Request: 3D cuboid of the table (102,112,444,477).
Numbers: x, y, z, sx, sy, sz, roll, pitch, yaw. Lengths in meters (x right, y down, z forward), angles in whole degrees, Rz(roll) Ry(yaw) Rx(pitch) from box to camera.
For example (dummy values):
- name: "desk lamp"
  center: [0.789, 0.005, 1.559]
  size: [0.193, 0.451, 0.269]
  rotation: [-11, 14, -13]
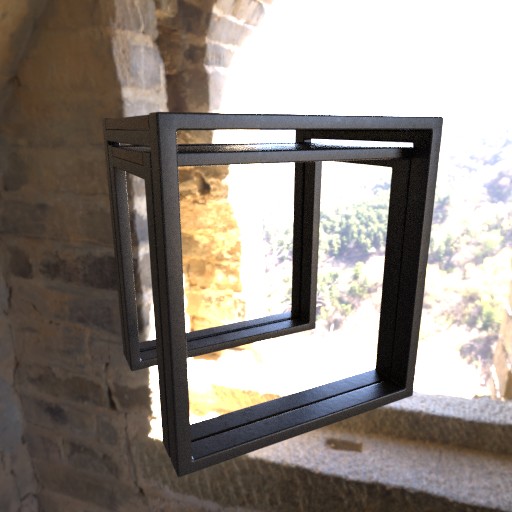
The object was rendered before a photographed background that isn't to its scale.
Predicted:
- name: "table"
  center: [0.000, 0.000, 0.922]
  size: [0.500, 0.550, 0.449]
  rotation: [-8, 18, -26]
